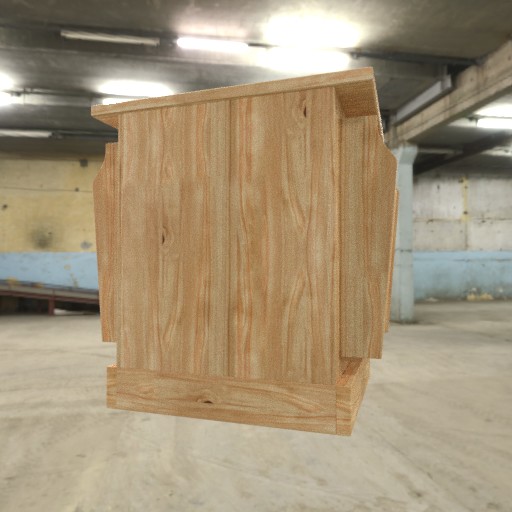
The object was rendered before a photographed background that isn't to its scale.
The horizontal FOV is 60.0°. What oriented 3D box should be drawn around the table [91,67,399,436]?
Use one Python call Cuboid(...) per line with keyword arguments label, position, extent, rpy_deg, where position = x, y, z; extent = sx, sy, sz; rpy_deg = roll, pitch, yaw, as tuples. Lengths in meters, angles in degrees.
Cuboid(label="table", position=(0.000, 0.000, 0.862), extent=(0.530, 0.515, 0.380), rpy_deg=(-1, -2, 18))
